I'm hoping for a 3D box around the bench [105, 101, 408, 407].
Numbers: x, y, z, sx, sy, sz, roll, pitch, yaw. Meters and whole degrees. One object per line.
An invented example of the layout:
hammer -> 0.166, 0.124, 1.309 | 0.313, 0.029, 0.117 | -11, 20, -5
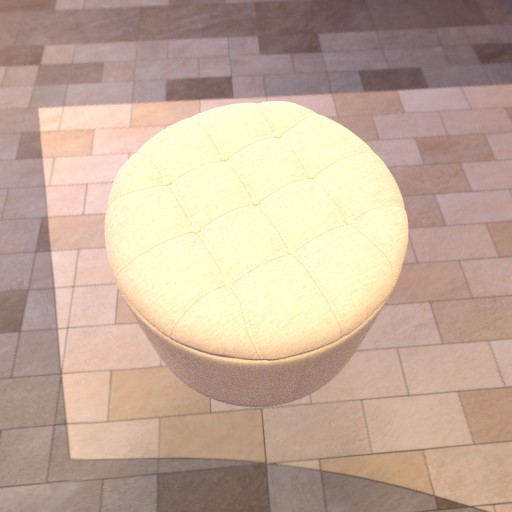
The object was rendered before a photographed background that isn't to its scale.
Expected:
bench -> 0.000, 0.000, 1.026 | 0.600, 0.454, 0.600 | 0, 60, 0
